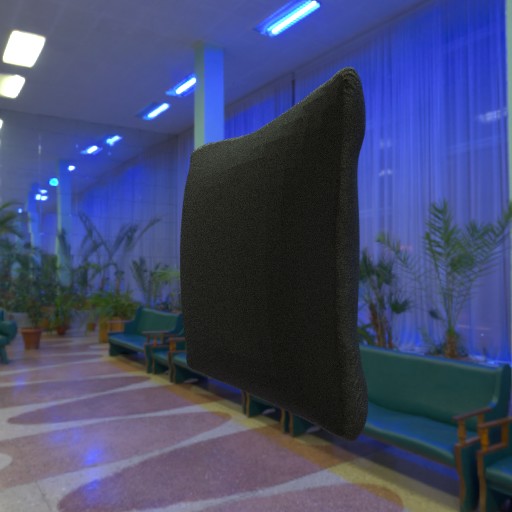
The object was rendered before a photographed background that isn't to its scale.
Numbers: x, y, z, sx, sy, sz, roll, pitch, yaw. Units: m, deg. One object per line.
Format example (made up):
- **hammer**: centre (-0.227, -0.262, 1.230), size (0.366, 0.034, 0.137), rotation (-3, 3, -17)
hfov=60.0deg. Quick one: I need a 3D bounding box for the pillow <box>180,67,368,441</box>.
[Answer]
- **pillow**: centre (0.000, 0.000, 0.825), size (0.210, 0.523, 0.533), rotation (1, -2, -34)
